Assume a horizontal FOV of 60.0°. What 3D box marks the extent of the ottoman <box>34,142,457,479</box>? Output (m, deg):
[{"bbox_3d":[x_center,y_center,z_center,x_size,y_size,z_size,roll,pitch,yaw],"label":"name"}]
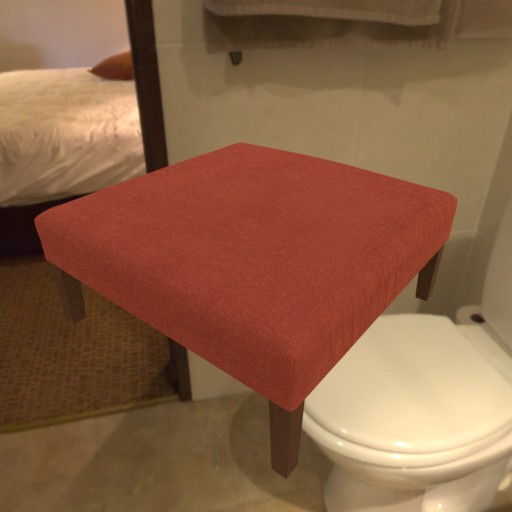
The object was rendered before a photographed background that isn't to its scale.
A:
[{"bbox_3d":[0.000,0.000,1.379,0.890,0.411,0.889,23,38,32],"label":"ottoman"}]
